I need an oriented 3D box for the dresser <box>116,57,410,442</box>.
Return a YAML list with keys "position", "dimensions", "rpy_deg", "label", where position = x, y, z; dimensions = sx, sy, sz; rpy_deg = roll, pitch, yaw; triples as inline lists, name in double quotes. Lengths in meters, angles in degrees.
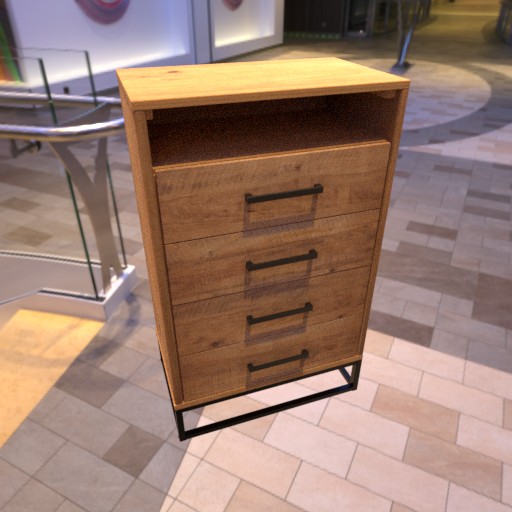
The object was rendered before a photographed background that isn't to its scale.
- position: [0.000, 0.000, 1.616]
  dimensions: [0.761, 1.240, 0.479]
  rpy_deg: [-11, 33, -16]
  label: "dresser"
